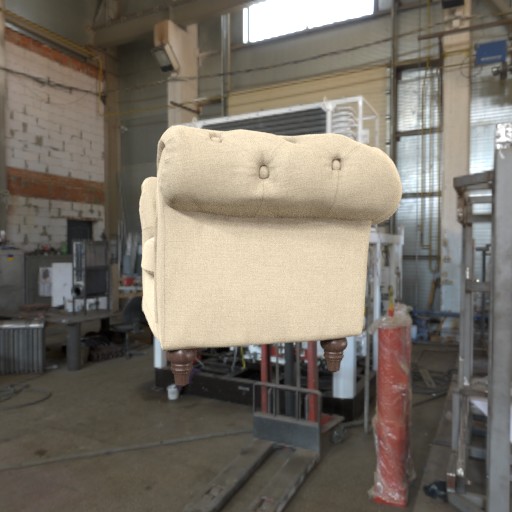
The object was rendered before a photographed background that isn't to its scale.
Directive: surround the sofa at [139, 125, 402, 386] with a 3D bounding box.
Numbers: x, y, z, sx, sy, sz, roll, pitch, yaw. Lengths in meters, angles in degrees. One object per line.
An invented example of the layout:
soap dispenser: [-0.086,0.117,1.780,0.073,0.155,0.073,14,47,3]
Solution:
sofa: [0.000,0.000,2.077,1.034,0.878,1.405,0,1,-17]
